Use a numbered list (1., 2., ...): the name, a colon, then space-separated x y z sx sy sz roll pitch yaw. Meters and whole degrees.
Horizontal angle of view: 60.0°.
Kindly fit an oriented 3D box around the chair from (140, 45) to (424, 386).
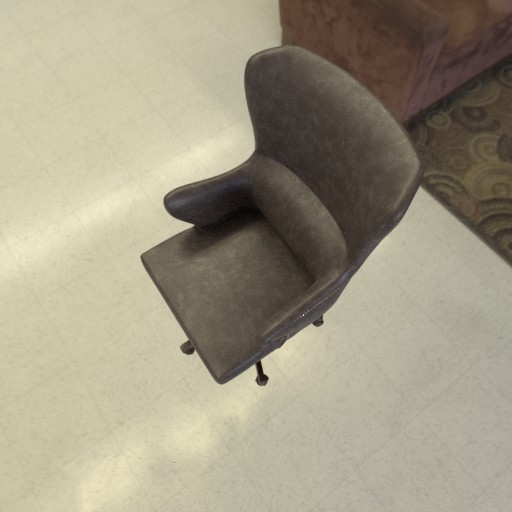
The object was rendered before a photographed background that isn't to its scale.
1. chair: 0.000 0.000 1.455 0.717 1.037 0.594 -31 68 -14
